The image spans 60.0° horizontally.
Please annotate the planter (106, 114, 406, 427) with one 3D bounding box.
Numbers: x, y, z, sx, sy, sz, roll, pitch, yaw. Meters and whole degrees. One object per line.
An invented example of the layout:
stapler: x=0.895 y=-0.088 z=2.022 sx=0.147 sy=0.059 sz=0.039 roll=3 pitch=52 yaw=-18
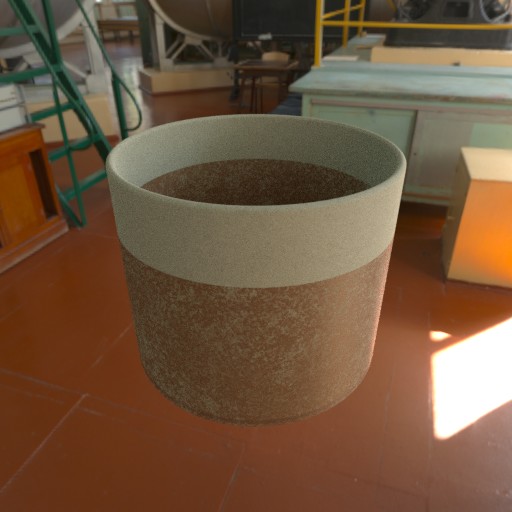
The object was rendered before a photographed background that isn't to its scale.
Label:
planter: x=0.000 y=0.000 z=0.277 sx=0.159 sy=0.138 sz=0.159 roll=0 pitch=31 yaw=0
